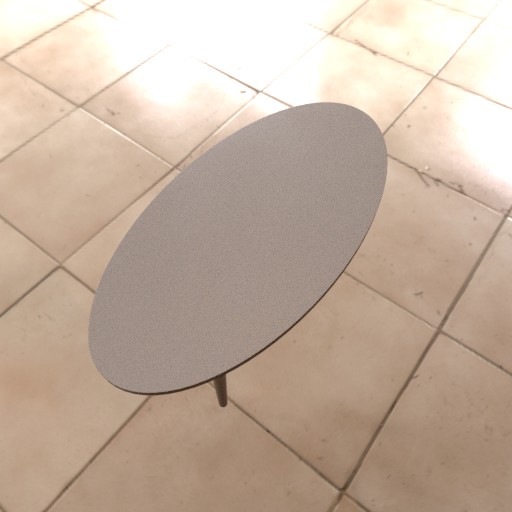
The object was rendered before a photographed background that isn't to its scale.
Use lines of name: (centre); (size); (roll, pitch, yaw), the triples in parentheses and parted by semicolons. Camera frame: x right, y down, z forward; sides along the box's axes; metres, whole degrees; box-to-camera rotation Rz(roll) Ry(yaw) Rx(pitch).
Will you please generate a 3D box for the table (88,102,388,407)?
table: (0.000, 0.000, 1.351); (0.542, 0.390, 1.083); (32, 64, 18)
